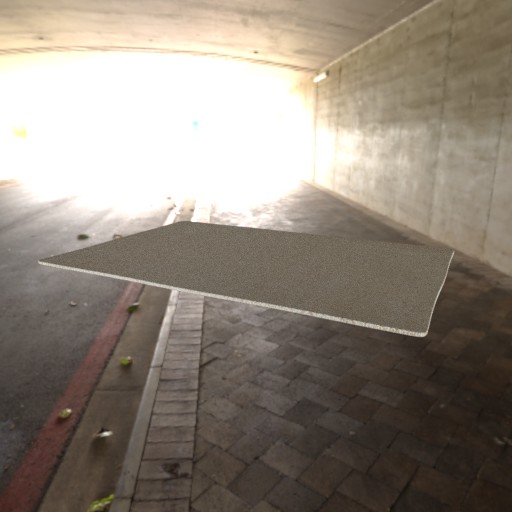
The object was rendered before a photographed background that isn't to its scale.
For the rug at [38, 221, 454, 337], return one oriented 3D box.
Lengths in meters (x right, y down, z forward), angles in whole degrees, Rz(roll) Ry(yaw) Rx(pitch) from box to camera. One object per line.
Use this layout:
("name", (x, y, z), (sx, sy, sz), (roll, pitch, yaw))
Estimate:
("rug", (0.000, 0.000, 3.416), (2.698, 0.025, 1.798), (8, 17, 26))
